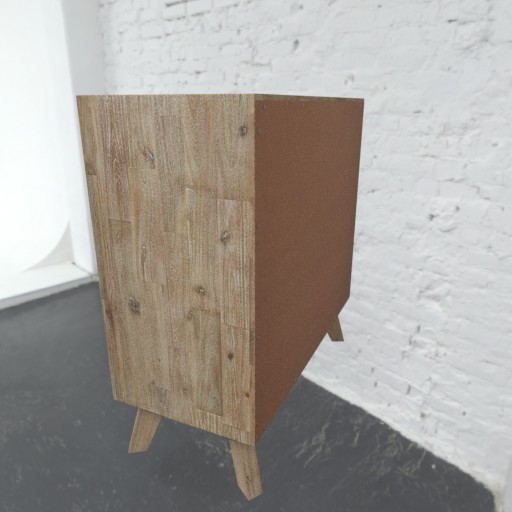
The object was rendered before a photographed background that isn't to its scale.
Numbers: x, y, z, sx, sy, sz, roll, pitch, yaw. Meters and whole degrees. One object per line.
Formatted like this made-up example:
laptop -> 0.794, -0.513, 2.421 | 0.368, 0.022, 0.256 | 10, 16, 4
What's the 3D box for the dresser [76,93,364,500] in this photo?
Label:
dresser -> 0.000, 0.000, 1.526 | 0.455, 1.029, 0.998 | 9, 21, 23
